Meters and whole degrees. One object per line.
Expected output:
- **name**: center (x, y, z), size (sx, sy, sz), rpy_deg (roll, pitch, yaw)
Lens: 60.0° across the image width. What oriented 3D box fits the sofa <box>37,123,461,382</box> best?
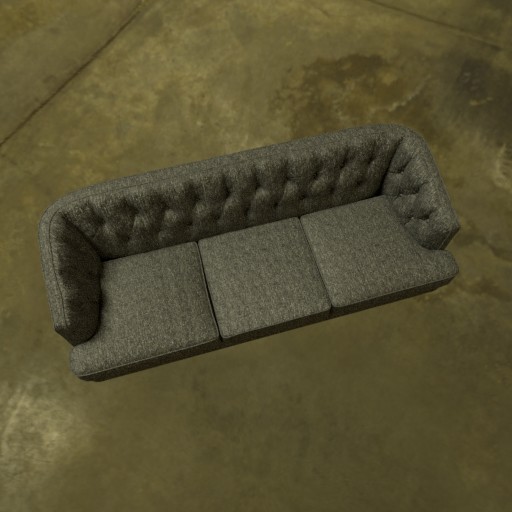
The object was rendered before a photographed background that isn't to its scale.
- **sofa**: center (0.000, 0.000, 2.693), size (2.278, 0.855, 0.941), rpy_deg (-14, 64, -7)
